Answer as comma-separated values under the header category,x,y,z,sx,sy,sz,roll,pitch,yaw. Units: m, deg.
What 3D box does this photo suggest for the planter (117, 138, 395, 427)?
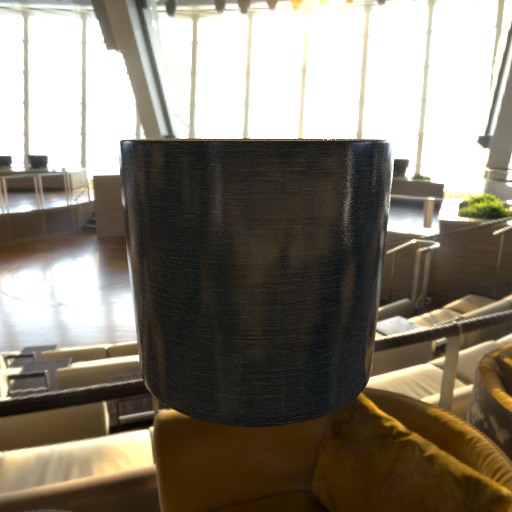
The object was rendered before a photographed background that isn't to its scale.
category,x,y,z,sx,sy,sz,roll,pitch,yaw
planter,0.000,0.000,0.394,0.221,0.201,0.221,0,15,0
